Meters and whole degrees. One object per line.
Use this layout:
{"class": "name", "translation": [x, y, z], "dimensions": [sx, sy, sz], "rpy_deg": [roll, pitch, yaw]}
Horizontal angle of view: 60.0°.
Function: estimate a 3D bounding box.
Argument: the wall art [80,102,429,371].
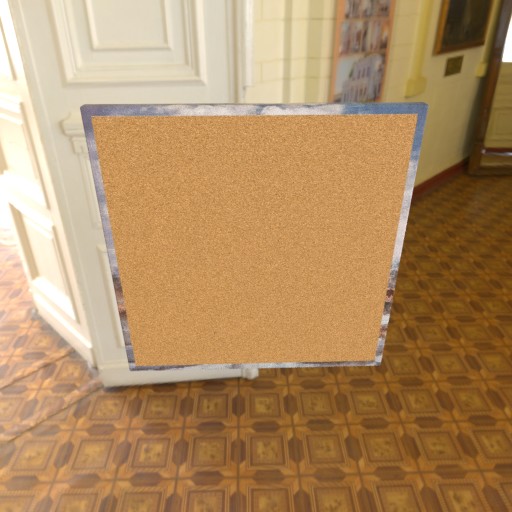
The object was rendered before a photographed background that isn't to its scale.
{"class": "wall art", "translation": [0.000, 0.000, 1.547], "dimensions": [1.010, 1.020, 0.040], "rpy_deg": [-1, 30, -2]}
